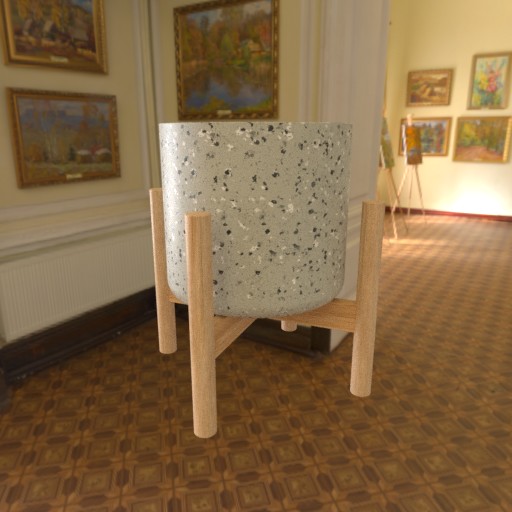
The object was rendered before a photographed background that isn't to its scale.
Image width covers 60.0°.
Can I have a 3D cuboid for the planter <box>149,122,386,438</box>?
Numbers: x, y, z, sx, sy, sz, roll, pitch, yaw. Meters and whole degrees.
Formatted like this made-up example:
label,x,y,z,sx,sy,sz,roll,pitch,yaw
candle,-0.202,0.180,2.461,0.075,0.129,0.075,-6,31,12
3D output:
label,x,y,z,sx,sy,sz,roll,pitch,yaw
planter,0.000,0.000,0.561,0.284,0.320,0.284,-15,22,-43
